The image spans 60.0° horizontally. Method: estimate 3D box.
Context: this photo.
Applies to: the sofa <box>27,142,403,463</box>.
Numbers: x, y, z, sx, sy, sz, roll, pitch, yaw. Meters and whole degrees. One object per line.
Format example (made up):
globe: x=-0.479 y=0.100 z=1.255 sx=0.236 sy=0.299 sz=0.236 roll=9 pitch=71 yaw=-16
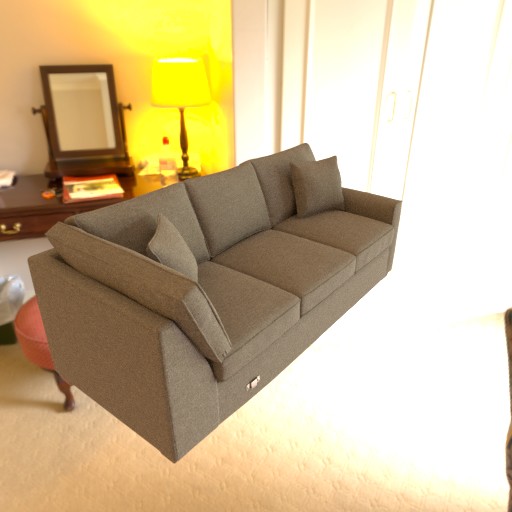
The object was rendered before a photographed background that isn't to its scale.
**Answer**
sofa: x=0.000 y=0.000 z=2.796 sx=1.061 sy=0.962 sz=2.317 roll=20 pitch=33 yaw=34
